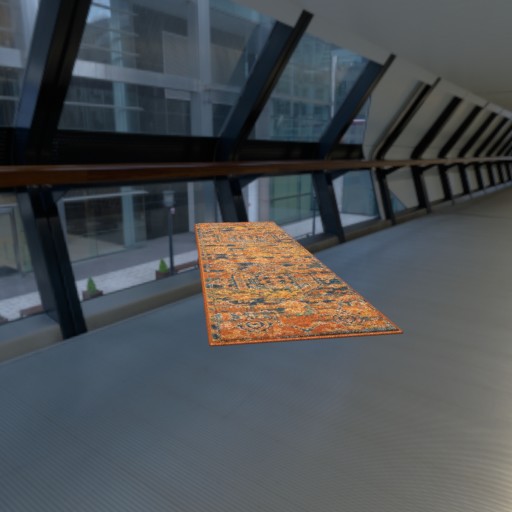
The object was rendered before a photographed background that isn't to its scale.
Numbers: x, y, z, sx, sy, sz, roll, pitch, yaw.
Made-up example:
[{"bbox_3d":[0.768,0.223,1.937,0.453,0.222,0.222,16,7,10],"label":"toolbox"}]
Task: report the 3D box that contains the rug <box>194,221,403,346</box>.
[{"bbox_3d":[0.000,0.000,2.529,0.651,0.016,2.274,-2,14,-9],"label":"rug"}]
